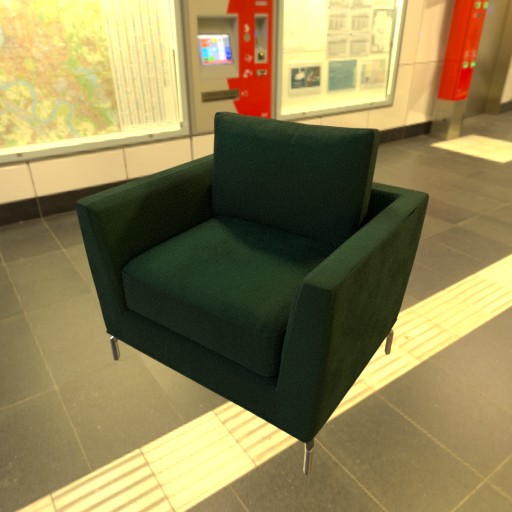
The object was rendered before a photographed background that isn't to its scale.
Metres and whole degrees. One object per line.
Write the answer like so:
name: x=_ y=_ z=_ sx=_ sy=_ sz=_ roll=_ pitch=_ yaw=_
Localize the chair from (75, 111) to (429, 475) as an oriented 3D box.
chair: x=0.000 y=0.000 z=1.767 sx=1.047 sy=0.997 sz=0.852 roll=18 pitch=33 yaw=31
